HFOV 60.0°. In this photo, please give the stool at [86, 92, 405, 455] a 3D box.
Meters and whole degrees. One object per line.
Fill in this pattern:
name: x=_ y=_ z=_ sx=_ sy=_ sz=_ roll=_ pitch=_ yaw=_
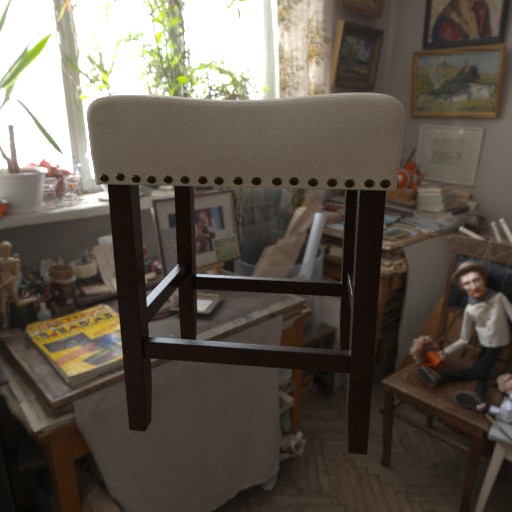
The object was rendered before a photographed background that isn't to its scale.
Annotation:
stool: x=0.000 y=0.000 z=0.904 sx=0.471 sy=0.609 sz=0.401 roll=2 pitch=18 yaw=8
